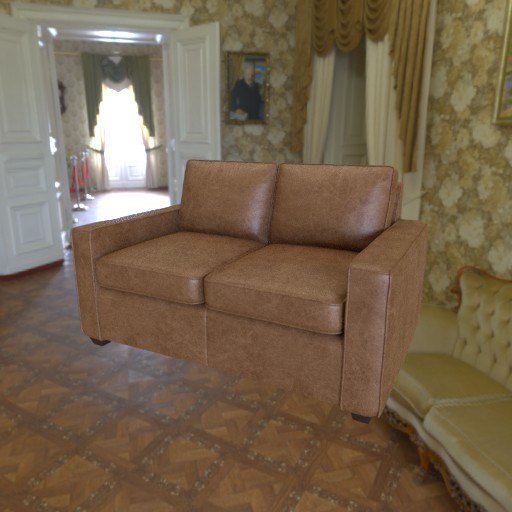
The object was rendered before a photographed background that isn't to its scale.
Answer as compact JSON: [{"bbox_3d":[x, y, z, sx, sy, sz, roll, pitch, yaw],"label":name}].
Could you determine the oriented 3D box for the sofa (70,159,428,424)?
[{"bbox_3d":[0.000,0.000,2.225,1.532,0.896,1.020,8,17,27],"label":"sofa"}]
